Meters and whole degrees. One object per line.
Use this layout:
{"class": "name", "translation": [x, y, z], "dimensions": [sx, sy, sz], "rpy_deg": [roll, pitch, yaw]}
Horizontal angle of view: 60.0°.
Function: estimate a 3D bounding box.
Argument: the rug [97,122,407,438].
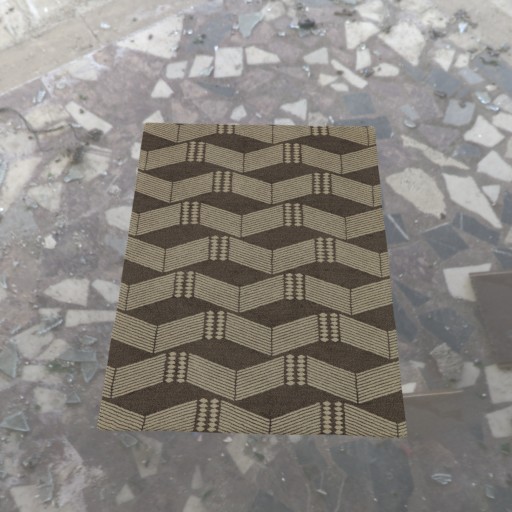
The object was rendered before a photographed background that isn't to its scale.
{"class": "rug", "translation": [0.000, 0.000, 4.085], "dimensions": [2.438, 0.016, 3.048], "rpy_deg": [1, 66, 1]}
